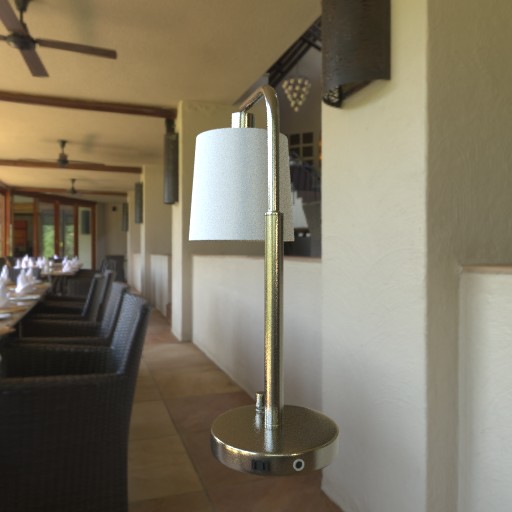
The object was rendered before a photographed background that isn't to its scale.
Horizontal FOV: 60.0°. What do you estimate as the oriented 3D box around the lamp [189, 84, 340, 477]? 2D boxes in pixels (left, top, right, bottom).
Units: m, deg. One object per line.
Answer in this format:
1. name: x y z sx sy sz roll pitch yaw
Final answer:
1. lamp: 0.000 0.000 0.649 0.171 0.489 0.333 0 0 -17
